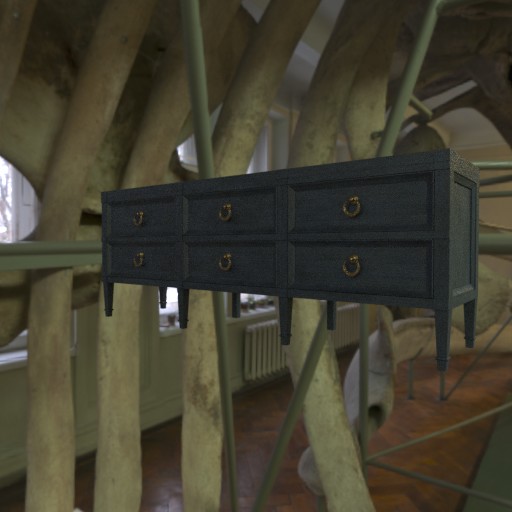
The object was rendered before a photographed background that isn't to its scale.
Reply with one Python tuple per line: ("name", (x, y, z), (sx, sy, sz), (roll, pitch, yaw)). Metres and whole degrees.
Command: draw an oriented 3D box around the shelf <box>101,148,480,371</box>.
("shelf", (0.000, 0.000, 2.154), (1.878, 0.715, 0.471), (1, 2, 37))
